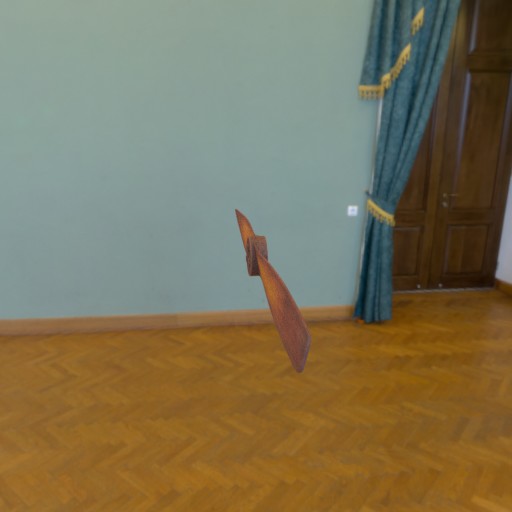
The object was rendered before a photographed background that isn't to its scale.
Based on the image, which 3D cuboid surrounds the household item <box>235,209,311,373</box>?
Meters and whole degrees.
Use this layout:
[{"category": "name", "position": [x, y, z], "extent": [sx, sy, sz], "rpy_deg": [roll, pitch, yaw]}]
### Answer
[{"category": "household item", "position": [0.000, 0.000, 1.264], "extent": [0.051, 0.121, 1.181], "rpy_deg": [-2, 16, -7]}]
